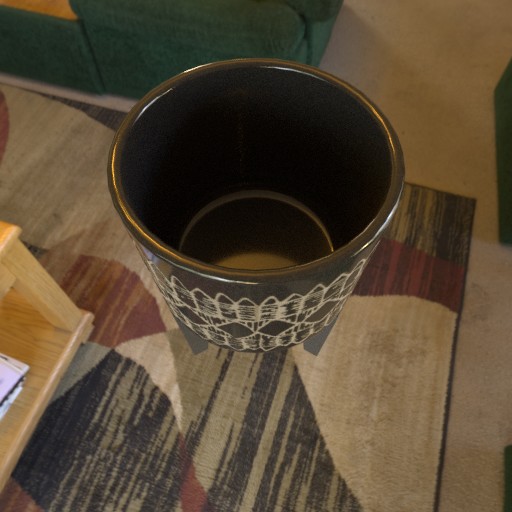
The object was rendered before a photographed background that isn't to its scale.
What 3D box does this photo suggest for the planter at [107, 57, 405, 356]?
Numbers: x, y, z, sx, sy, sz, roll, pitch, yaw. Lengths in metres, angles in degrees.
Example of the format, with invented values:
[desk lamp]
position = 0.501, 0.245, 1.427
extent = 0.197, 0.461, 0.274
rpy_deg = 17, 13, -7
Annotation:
[planter]
position = 0.000, 0.000, 0.527
extent = 0.251, 0.355, 0.251
rpy_deg = 0, 60, 0
